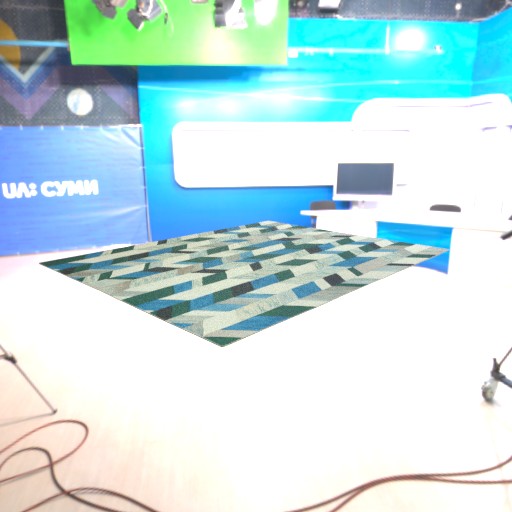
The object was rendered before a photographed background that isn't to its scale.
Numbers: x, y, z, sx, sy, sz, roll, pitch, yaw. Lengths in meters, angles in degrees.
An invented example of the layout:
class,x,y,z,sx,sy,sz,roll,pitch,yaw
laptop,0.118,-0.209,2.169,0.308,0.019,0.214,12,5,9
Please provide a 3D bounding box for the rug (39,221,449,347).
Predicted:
class,x,y,z,sx,sy,sz,roll,pitch,yaw
rug,0.000,0.000,4.166,2.440,0.008,3.036,13,19,42
